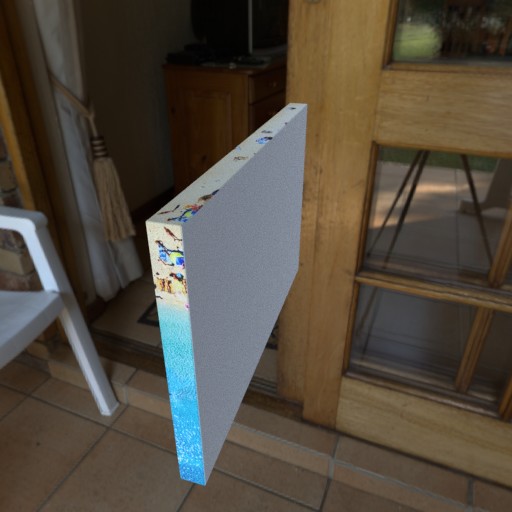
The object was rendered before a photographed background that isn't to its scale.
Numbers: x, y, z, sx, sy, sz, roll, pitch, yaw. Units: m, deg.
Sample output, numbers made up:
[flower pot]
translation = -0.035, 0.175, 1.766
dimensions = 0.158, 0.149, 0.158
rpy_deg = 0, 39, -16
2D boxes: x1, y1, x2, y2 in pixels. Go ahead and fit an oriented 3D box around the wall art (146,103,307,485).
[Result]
[wall art]
translation = 0.000, 0.000, 1.144
dimensions = 0.057, 0.595, 0.894
rpy_deg = 9, 31, 15
